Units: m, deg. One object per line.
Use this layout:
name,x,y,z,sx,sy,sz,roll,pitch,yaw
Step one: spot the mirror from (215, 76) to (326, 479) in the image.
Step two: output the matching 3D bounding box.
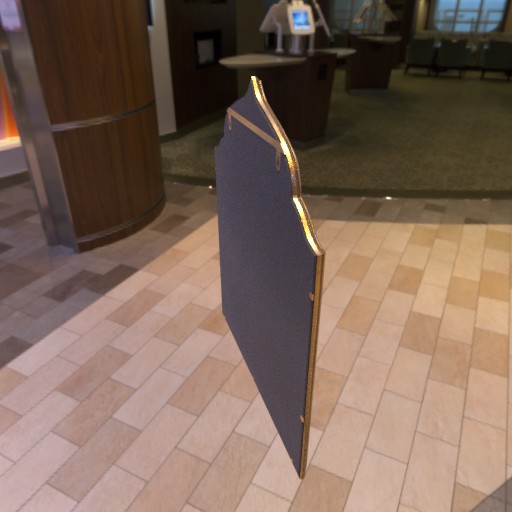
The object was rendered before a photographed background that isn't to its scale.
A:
mirror,0.000,0.000,0.838,0.018,0.635,0.513,-10,31,-17
